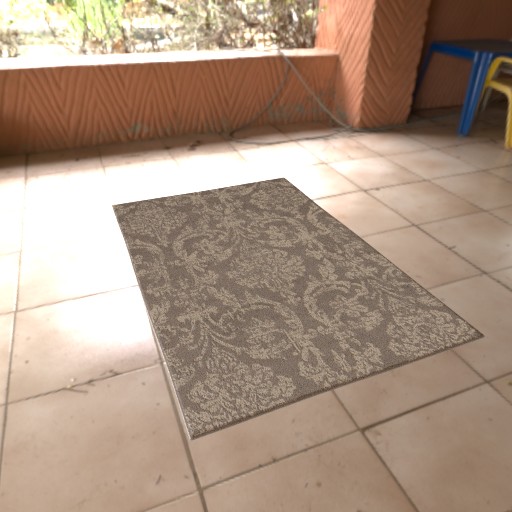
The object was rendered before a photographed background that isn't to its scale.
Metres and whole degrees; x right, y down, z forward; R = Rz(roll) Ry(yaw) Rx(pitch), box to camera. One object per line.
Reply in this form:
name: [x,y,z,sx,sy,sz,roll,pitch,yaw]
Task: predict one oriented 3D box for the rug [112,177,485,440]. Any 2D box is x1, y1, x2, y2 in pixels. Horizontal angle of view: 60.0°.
rug: [0.000,0.000,2.274,1.206,0.012,1.824,-12,34,-19]
